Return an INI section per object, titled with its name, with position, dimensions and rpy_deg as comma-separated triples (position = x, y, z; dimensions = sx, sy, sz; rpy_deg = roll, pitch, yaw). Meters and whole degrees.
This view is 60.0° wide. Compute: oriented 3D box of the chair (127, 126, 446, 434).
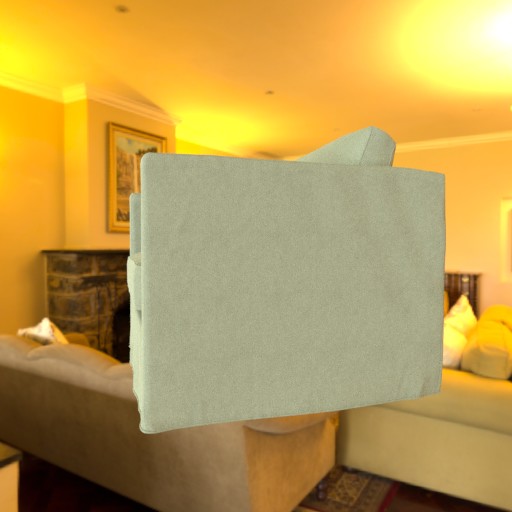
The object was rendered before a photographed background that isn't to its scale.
[chair]
position = 0.000, 0.000, 1.726
dimensions = 0.949, 0.863, 1.057
rpy_deg = 0, 2, -18
